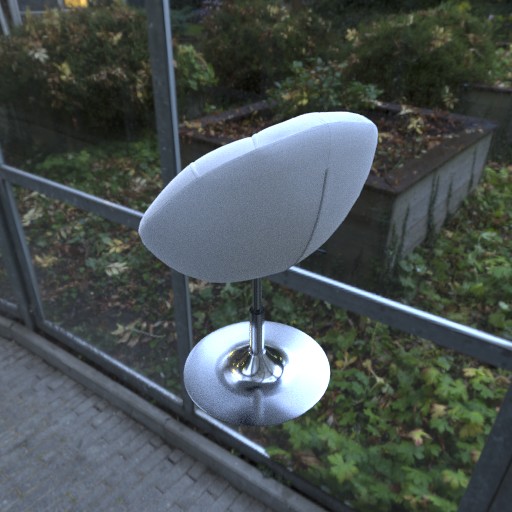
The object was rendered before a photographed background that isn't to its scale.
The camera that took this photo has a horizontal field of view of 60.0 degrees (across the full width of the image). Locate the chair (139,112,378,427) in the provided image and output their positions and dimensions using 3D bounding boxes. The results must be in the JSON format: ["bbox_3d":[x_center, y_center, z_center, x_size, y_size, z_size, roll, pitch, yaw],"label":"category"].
[{"bbox_3d":[0.000,0.000,1.847,0.940,1.261,0.736,-21,36,-31],"label":"chair"}]
